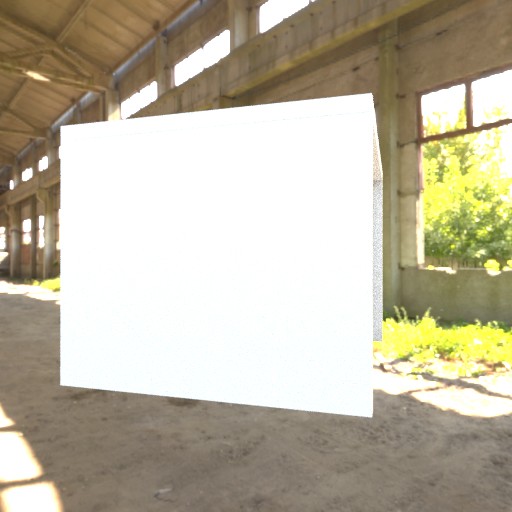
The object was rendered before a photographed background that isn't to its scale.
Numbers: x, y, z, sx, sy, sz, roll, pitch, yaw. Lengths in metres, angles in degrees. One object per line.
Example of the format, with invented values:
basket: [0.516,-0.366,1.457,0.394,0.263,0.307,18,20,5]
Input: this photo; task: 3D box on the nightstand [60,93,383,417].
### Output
nightstand: [0.000,0.000,0.763,0.408,0.351,0.470,0,0,17]
